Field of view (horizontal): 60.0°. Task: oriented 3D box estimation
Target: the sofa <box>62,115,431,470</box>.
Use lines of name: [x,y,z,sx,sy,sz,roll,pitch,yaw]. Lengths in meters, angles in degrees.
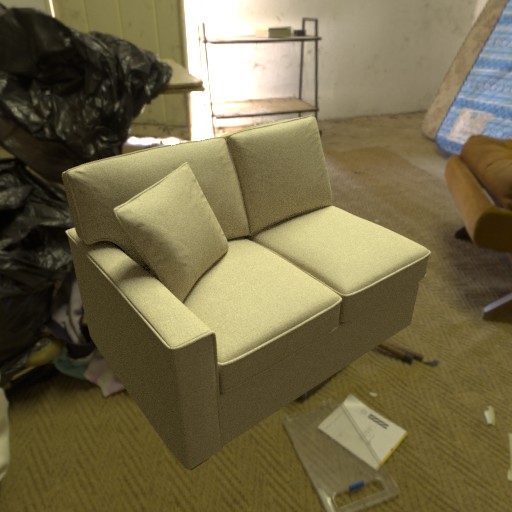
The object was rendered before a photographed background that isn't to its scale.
sofa: [0.000,0.000,2.046,1.388,0.989,0.991,-22,36,-33]
